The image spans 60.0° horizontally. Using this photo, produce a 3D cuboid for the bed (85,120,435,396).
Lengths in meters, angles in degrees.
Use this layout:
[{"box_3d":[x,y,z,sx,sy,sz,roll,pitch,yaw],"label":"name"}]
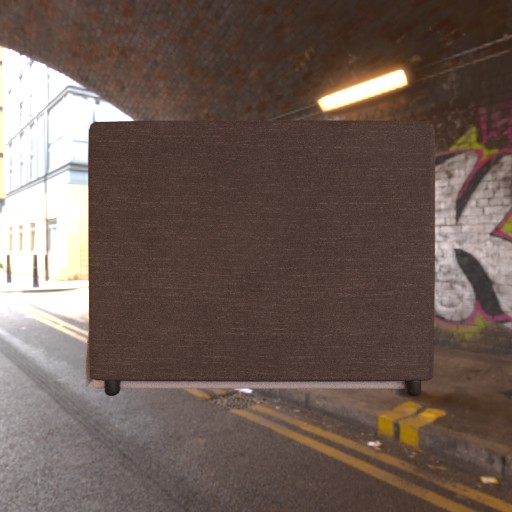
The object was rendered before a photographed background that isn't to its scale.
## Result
[{"box_3d":[0.000,0.000,3.149,1.723,1.330,2.142,0,1,0],"label":"bed"}]
